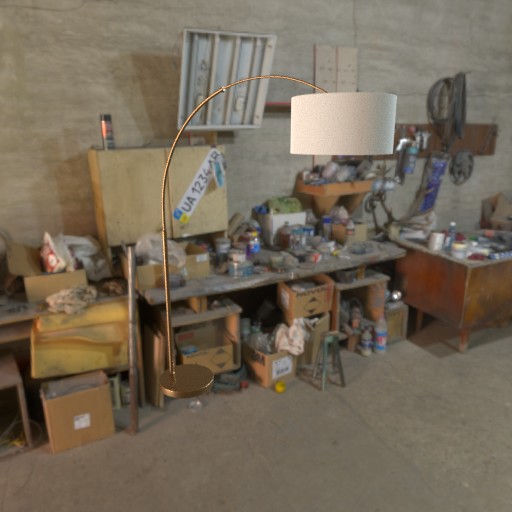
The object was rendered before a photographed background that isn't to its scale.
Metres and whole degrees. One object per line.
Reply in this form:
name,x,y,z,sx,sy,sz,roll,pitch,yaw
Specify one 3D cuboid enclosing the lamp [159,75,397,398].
lamp,0.000,0.000,2.546,1.434,1.927,0.493,7,16,26
